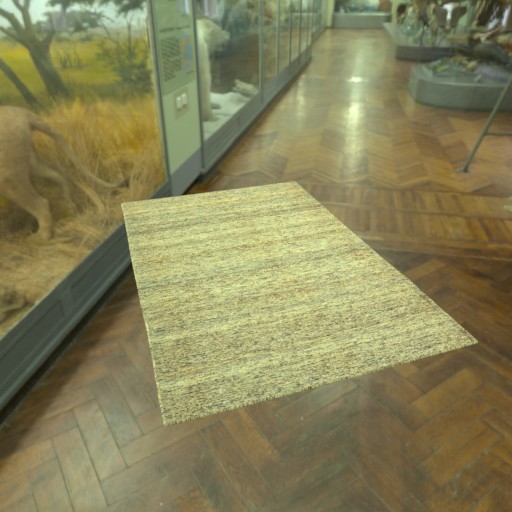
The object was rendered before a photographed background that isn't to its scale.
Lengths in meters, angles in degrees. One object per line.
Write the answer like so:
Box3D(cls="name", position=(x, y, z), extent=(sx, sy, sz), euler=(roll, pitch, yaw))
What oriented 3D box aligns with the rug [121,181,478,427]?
Box3D(cls="rug", position=(0.000, 0.000, 2.323), extent=(1.243, 0.014, 1.846), euler=(-10, 32, -16))
